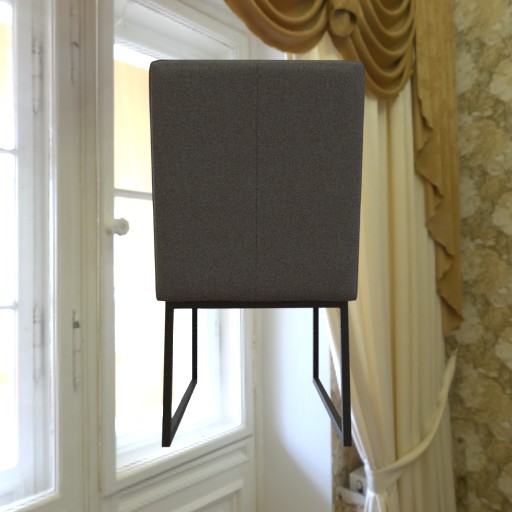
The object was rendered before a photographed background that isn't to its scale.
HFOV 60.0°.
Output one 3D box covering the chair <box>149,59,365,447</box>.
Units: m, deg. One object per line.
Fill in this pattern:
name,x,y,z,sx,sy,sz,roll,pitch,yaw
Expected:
chair,0.000,0.000,1.334,0.520,0.930,0.634,0,0,-1
